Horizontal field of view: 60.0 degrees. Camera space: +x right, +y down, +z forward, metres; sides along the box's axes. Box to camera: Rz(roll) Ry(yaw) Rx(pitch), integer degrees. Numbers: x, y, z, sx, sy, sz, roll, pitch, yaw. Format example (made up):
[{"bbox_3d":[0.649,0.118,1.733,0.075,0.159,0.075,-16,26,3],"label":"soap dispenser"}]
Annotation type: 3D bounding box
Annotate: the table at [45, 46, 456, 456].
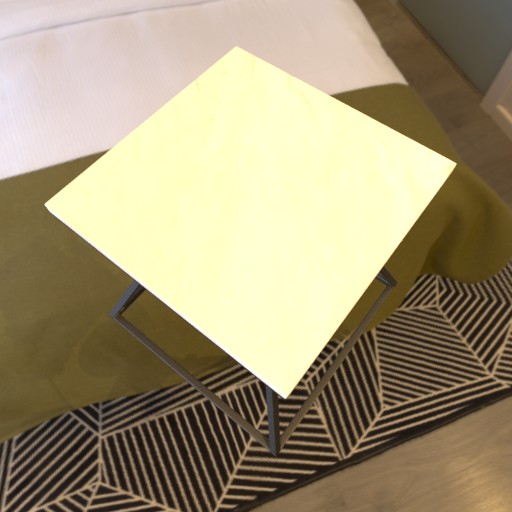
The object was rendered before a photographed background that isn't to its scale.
[{"bbox_3d":[0.000,0.000,0.802,0.455,0.431,0.455,35,68,17],"label":"table"}]
